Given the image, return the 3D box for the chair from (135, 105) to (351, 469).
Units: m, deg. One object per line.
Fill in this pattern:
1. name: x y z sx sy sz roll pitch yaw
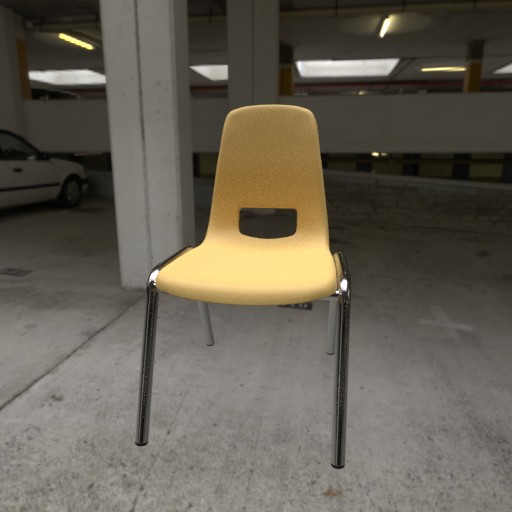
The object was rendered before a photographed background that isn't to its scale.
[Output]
1. chair: 0.000 0.000 0.857 0.354 0.586 0.423 2 14 9
